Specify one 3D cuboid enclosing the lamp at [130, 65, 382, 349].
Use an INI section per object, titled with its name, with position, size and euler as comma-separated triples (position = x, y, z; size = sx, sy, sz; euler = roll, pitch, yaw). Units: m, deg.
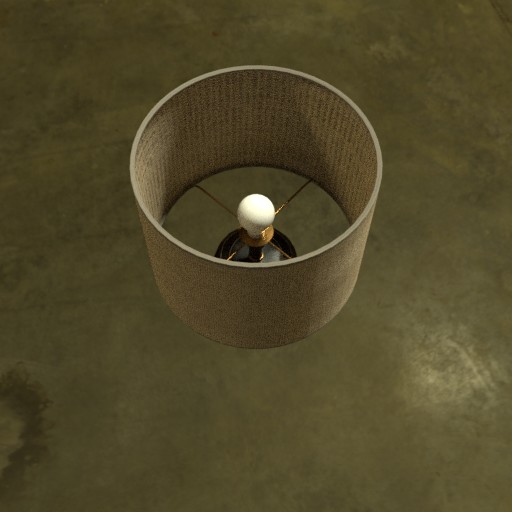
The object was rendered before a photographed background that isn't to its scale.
[lamp]
position = 0.000, 0.000, 0.838
size = 0.376, 0.594, 0.376
euler = 0, 64, 0
